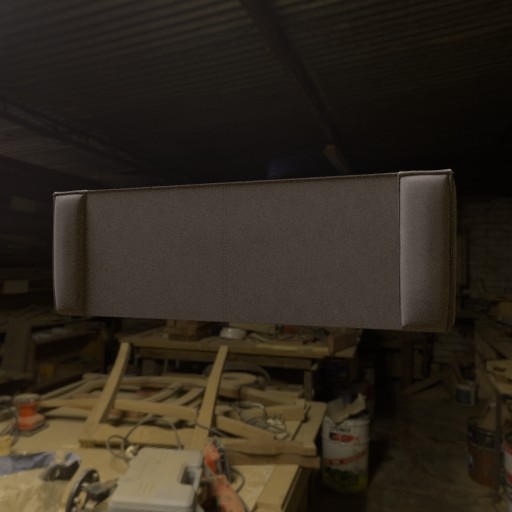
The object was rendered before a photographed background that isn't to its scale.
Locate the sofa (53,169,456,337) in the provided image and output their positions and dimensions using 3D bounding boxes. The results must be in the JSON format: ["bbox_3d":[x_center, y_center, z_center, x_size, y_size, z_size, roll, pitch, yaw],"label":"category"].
[{"bbox_3d":[0.000,0.000,2.500,1.995,0.680,1.038,0,-1,18],"label":"sofa"}]
